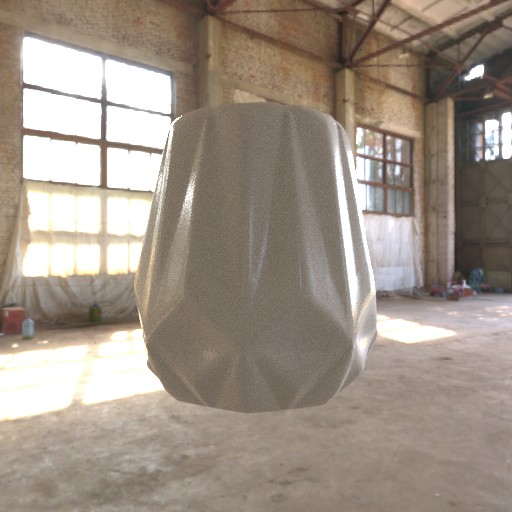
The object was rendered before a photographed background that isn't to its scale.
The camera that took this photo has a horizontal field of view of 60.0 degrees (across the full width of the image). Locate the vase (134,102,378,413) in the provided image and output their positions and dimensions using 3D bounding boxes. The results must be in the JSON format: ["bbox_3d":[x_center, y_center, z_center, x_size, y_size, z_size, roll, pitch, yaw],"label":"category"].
[{"bbox_3d":[0.000,0.000,0.265,0.141,0.152,0.141,0,0,0],"label":"vase"}]
